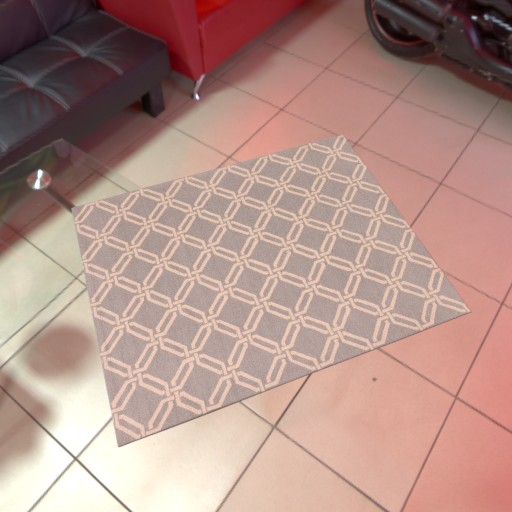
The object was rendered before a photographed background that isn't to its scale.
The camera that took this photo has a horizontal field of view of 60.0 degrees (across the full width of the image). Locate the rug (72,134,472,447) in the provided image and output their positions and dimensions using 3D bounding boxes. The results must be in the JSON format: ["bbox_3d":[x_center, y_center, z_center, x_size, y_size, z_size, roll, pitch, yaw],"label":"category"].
[{"bbox_3d":[0.000,0.000,3.920,2.895,0.018,2.288,-18,58,-11],"label":"rug"}]
